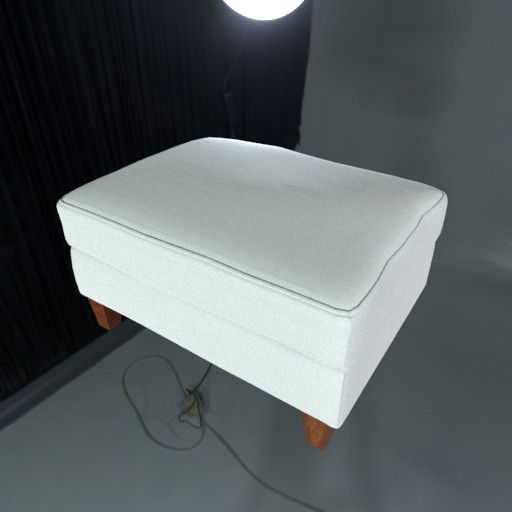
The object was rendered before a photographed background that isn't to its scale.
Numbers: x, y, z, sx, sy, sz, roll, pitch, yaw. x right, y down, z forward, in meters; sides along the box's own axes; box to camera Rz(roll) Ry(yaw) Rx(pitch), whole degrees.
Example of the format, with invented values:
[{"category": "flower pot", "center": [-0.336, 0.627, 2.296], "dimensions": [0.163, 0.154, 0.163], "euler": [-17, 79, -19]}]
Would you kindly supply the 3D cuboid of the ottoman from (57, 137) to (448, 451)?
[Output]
[{"category": "ottoman", "center": [0.000, 0.000, 1.221], "dimensions": [0.818, 0.479, 0.634], "euler": [20, 37, 28]}]
